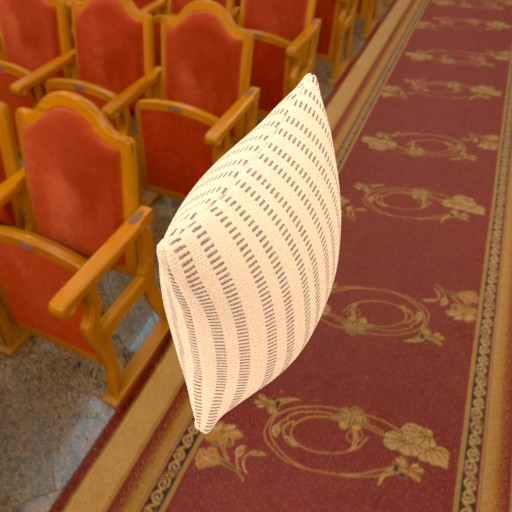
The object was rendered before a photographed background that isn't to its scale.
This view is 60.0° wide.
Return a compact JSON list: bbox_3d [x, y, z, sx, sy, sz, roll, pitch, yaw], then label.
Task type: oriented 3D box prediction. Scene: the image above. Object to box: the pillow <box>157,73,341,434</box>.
[{"bbox_3d":[0.000,0.000,0.703,0.247,0.419,0.438,18,49,17],"label":"pillow"}]
